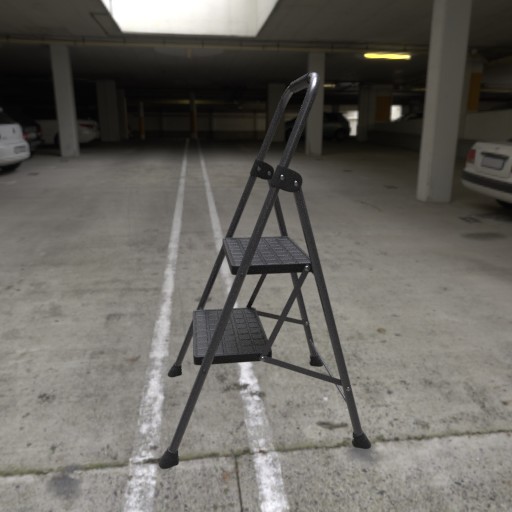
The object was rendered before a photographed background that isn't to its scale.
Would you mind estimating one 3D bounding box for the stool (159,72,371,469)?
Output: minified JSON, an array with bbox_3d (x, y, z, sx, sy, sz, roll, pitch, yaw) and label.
[{"bbox_3d":[0.000,0.000,1.150,0.514,0.872,0.450,-2,15,-8],"label":"stool"}]
